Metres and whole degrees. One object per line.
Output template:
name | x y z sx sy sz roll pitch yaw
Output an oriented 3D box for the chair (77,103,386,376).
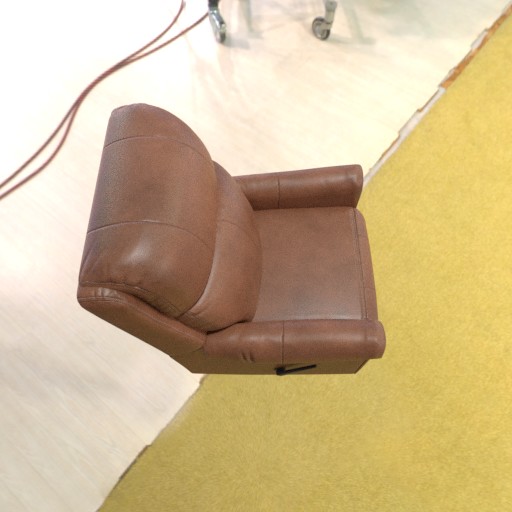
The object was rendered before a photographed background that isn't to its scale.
chair | 0.000 0.000 1.786 1.014 1.054 0.838 0 63 0
